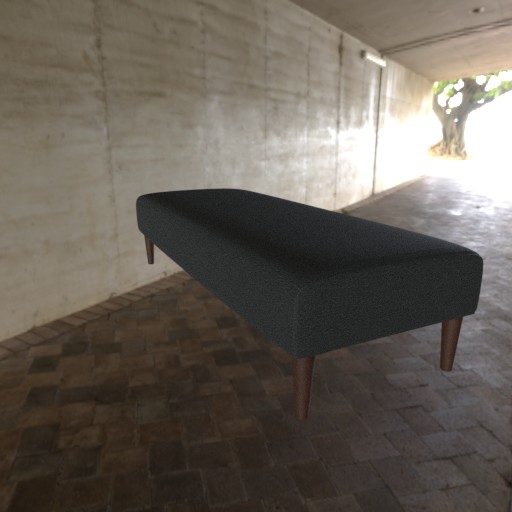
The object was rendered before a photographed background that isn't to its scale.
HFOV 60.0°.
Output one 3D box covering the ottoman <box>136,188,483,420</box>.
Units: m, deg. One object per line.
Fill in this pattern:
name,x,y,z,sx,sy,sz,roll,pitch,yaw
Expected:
ottoman,0.000,0.000,1.813,0.646,0.393,1.609,-8,17,-26
